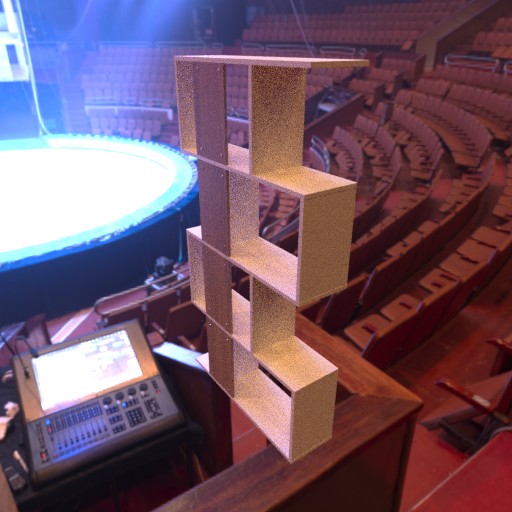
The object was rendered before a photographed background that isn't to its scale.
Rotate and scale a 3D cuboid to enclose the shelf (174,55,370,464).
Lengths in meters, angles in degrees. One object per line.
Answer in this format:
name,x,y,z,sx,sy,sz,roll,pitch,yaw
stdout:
shelf,0.000,0.000,2.020,0.250,1.650,0.890,-17,30,-32
